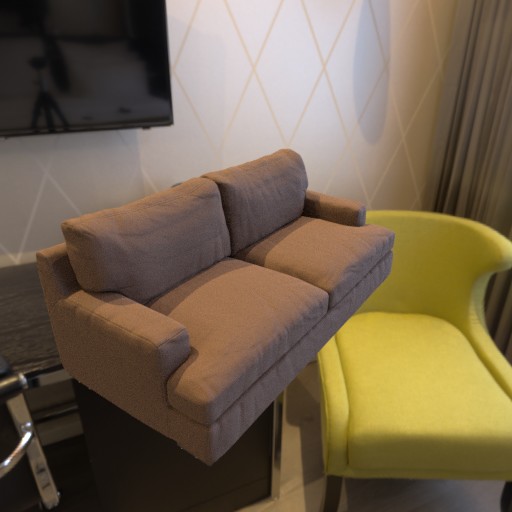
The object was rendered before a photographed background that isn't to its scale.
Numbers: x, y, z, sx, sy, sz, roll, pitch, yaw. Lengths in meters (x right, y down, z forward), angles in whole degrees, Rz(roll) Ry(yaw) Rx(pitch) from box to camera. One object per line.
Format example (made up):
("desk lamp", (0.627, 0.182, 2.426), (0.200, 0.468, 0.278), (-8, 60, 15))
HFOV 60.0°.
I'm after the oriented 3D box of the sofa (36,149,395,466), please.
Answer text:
("sofa", (0.000, 0.000, 2.857), (1.140, 0.950, 2.274), (17, 31, 31))
